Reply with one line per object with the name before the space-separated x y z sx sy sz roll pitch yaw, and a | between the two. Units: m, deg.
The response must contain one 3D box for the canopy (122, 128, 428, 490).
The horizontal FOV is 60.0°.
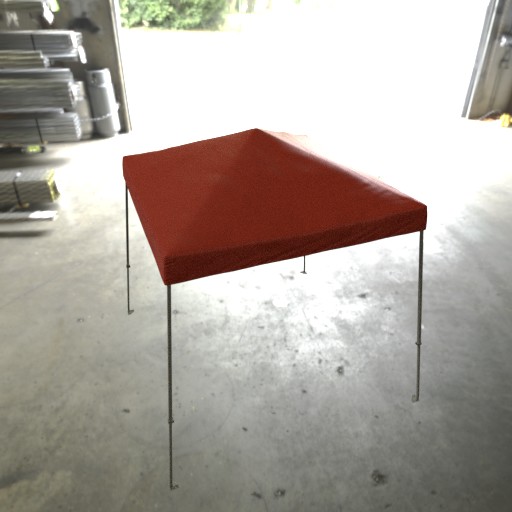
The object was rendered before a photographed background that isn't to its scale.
canopy | 0.000 0.000 4.948 2.849 2.850 2.850 -12 33 -18
